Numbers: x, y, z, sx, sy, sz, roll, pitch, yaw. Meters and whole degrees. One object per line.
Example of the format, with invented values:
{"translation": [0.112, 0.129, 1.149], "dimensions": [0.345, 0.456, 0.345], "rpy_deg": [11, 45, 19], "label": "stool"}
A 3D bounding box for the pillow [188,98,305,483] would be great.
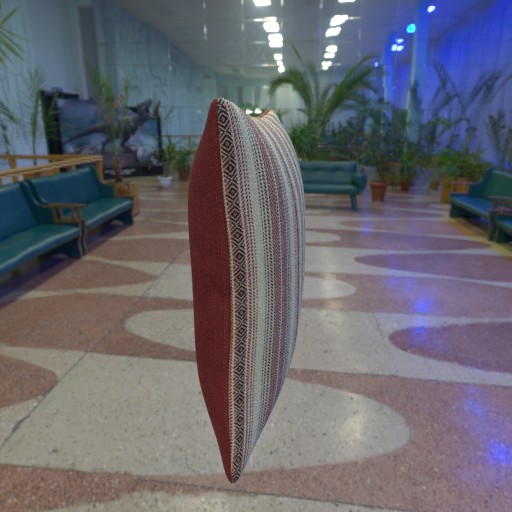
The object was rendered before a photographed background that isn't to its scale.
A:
{"translation": [0.000, 0.000, 0.772], "dimensions": [0.166, 0.497, 0.513], "rpy_deg": [2, 17, 8], "label": "pillow"}
